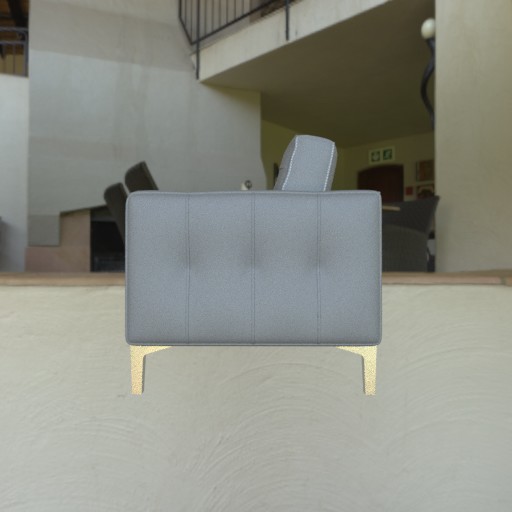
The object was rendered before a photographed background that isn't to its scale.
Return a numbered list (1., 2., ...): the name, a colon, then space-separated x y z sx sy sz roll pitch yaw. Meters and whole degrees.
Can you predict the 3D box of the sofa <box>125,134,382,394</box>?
1. sofa: 0.000 0.000 2.231 0.833 0.893 1.726 0 -1 1
